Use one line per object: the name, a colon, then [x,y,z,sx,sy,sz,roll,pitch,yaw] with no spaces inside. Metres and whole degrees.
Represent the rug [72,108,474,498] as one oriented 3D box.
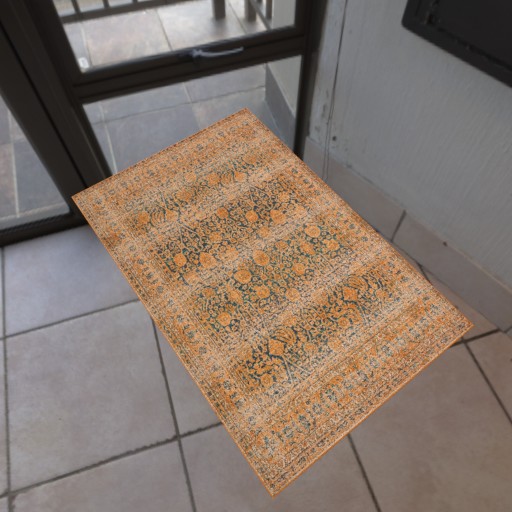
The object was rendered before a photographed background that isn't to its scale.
rug: [0.000,0.000,2.900,1.525,0.007,2.336,-33,65,-17]
